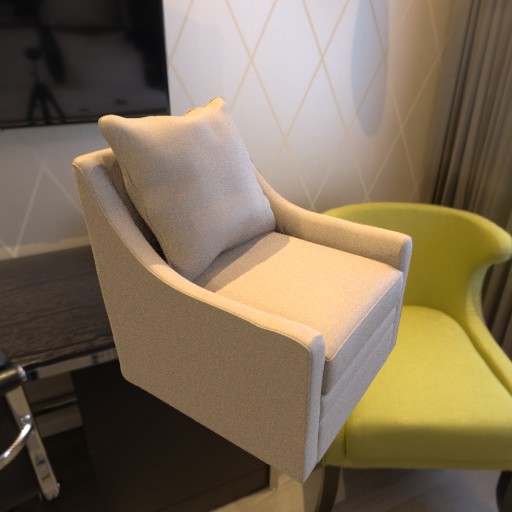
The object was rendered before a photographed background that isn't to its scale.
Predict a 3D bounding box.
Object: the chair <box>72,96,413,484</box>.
[{"bbox_3d":[0.000,0.000,1.532,0.876,0.942,0.760,18,32,31],"label":"chair"}]
